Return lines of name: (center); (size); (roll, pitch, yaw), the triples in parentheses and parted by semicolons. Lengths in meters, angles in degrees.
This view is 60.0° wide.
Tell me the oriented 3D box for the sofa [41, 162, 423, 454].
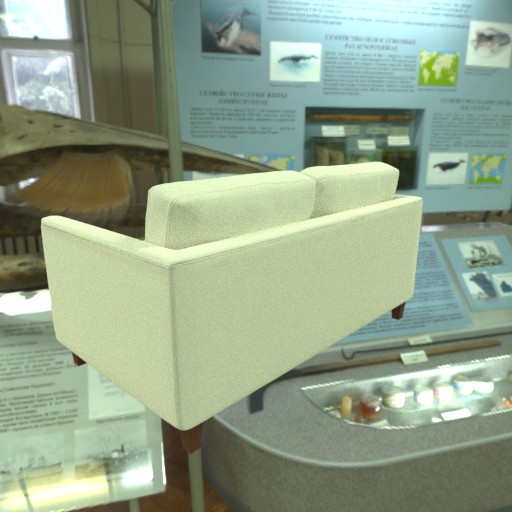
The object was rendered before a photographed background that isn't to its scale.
sofa: (0.000, 0.000, 2.200); (0.964, 0.888, 1.702); (15, 22, 42)
